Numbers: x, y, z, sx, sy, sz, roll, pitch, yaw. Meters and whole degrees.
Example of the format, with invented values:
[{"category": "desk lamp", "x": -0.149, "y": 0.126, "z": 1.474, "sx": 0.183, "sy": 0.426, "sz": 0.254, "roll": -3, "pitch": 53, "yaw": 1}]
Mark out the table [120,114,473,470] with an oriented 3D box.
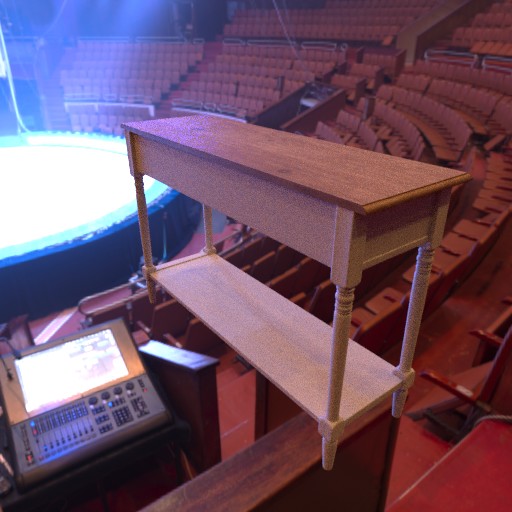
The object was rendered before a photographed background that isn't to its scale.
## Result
[{"category": "table", "x": 0.000, "y": 0.000, "z": 1.576, "sx": 0.399, "sy": 0.800, "sz": 1.219, "roll": -19, "pitch": 32, "yaw": -33}]
